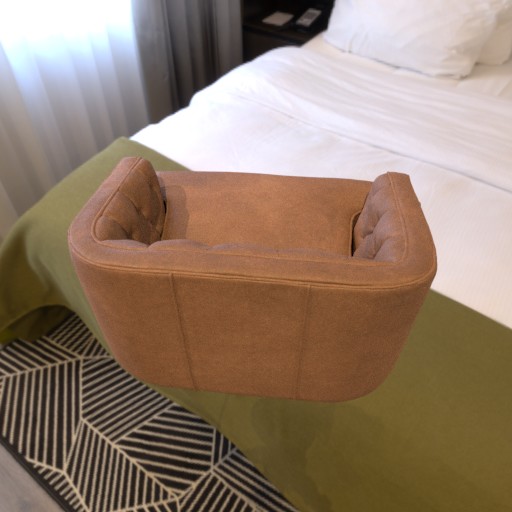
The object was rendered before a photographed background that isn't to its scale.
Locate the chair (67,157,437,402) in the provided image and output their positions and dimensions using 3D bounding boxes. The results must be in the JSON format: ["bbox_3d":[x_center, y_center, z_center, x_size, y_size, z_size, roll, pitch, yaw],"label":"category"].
[{"bbox_3d":[0.000,0.000,1.695,1.118,0.787,0.914,4,46,4],"label":"chair"}]
